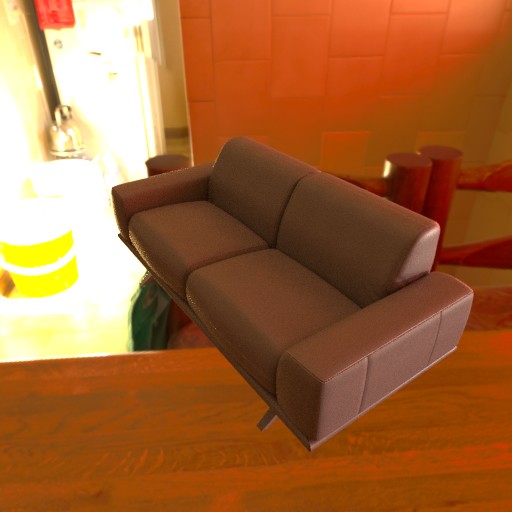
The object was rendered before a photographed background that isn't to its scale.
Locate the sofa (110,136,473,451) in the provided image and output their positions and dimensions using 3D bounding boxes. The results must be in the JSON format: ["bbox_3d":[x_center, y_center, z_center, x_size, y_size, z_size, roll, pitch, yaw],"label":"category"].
[{"bbox_3d":[0.000,0.000,2.325,0.900,0.772,1.901,-21,38,-29],"label":"sofa"}]
